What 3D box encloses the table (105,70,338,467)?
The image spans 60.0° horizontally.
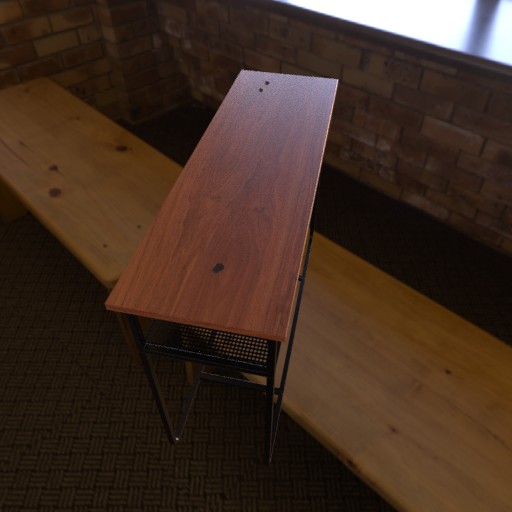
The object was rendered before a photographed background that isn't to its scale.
[{"bbox_3d":[0.000,0.000,1.463,0.350,0.750,1.100,9,46,9],"label":"table"}]
